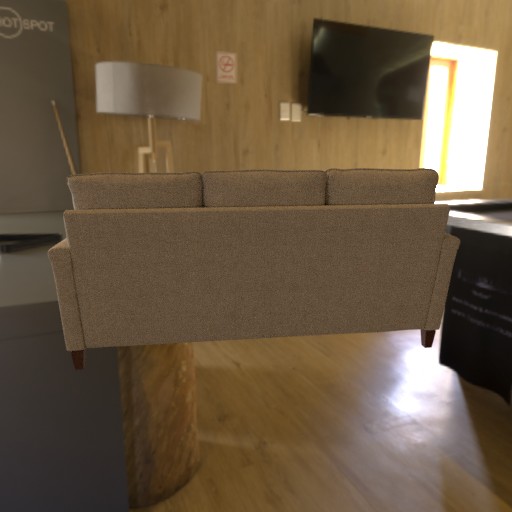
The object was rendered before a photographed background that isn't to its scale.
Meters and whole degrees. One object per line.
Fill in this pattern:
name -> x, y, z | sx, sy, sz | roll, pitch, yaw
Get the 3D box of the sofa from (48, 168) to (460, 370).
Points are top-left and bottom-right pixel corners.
sofa -> 0.000, 0.000, 2.429 | 1.925, 0.959, 0.828 | -2, 13, -8
